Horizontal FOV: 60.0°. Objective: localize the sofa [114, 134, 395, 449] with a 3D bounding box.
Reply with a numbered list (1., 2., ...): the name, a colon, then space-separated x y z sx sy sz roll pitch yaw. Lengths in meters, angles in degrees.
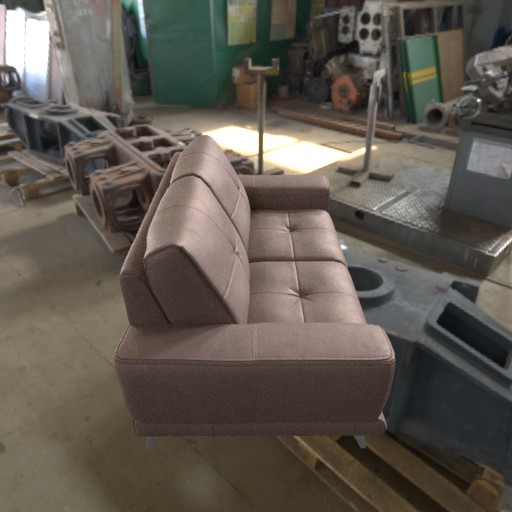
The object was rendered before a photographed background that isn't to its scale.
1. sofa: 0.000 0.000 2.329 1.018 0.907 1.806 0 32 0
